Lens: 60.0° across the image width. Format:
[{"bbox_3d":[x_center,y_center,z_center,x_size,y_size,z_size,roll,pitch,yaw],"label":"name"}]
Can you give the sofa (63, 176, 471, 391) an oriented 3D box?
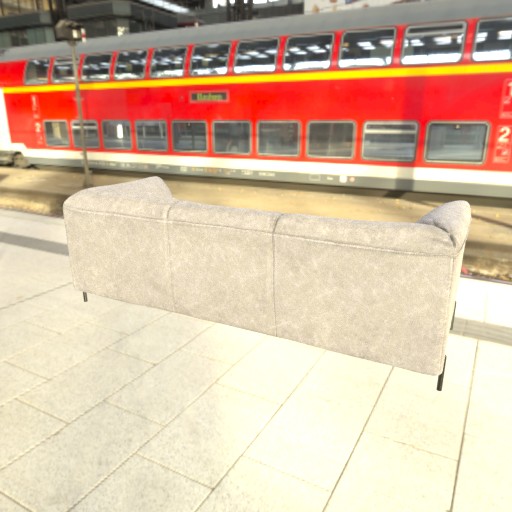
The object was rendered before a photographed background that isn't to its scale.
[{"bbox_3d":[0.000,0.000,2.646,2.238,0.758,0.899,9,20,26],"label":"sofa"}]
